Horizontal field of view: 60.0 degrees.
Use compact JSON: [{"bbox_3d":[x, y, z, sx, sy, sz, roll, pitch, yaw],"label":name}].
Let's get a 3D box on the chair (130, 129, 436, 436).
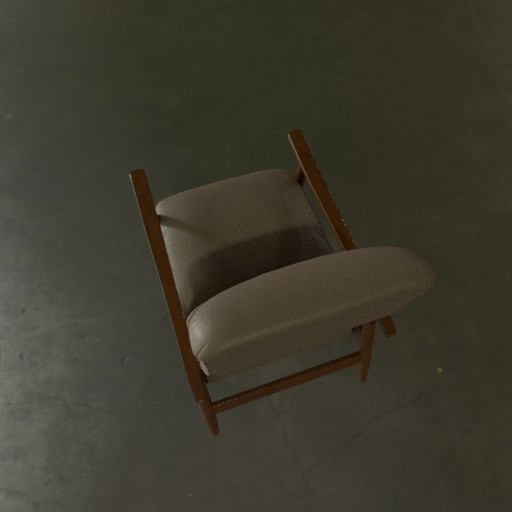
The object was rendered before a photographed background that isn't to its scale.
[{"bbox_3d":[0.000,0.000,1.728,0.762,1.082,1.014,-17,61,-10],"label":"chair"}]
